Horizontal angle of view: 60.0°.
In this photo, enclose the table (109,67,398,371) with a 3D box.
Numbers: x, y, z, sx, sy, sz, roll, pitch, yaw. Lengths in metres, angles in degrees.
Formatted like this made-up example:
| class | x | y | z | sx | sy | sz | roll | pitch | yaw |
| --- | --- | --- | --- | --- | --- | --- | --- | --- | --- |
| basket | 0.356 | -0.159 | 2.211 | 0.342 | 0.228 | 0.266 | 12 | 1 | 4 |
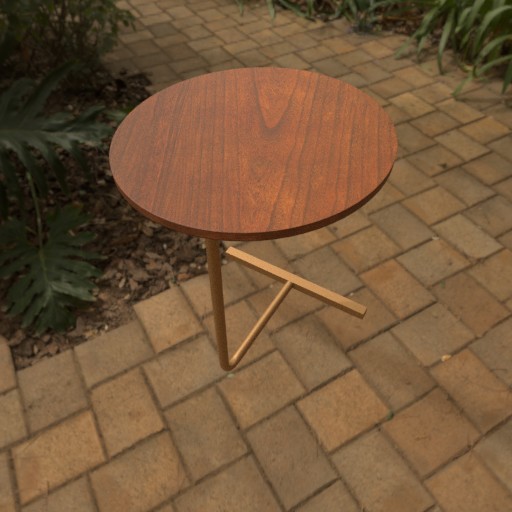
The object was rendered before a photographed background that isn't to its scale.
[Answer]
| class | x | y | z | sx | sy | sz | roll | pitch | yaw |
| --- | --- | --- | --- | --- | --- | --- | --- | --- | --- |
| table | 0.000 | 0.000 | 1.115 | 0.530 | 0.706 | 0.577 | 24 | 51 | 21 |
